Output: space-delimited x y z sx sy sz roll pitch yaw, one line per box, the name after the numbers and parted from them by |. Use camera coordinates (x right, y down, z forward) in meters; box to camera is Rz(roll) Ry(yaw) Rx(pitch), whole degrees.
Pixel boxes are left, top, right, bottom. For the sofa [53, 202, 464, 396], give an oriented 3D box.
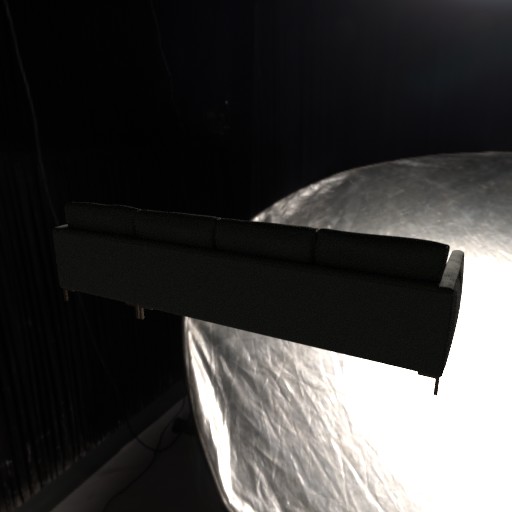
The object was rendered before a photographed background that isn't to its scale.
0.000 0.000 3.174 2.725 0.756 1.255 9 19 27 | sofa
